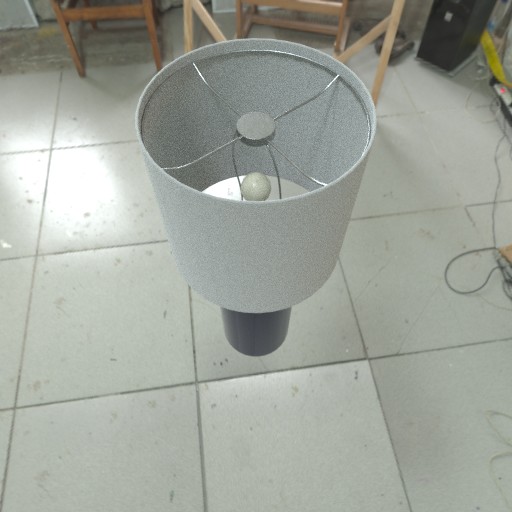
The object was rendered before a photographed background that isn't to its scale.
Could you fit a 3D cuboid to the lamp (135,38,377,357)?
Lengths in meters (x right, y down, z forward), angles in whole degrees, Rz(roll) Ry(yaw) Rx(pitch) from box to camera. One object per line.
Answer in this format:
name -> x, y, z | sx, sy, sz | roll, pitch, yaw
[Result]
lamp -> 0.000, 0.000, 0.600 | 0.212, 0.493, 0.212 | -33, 64, -19
